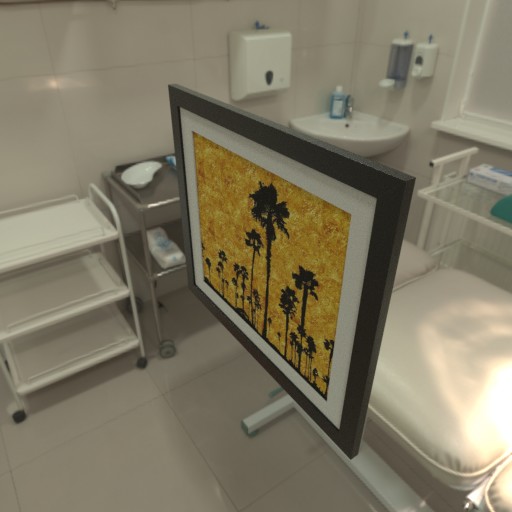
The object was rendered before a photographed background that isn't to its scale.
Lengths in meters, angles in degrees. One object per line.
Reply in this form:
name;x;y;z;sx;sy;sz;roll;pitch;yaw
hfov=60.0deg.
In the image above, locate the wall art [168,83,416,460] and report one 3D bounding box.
wall art;0.000;0.000;0.535;0.012;0.332;0.383;-21;38;-29
